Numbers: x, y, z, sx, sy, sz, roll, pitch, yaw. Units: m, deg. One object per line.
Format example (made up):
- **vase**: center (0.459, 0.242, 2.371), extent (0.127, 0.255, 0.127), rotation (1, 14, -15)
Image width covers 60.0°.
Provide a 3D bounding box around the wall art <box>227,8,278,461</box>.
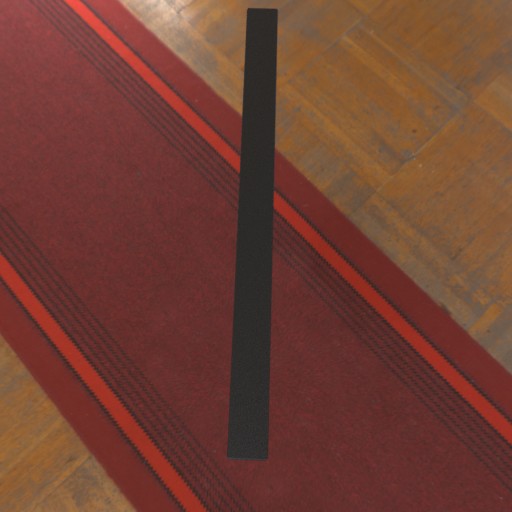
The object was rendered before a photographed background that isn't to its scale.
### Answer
- **wall art**: center (0.000, 0.000, 0.514), extent (0.028, 0.330, 0.380), rotation (2, 75, 0)
